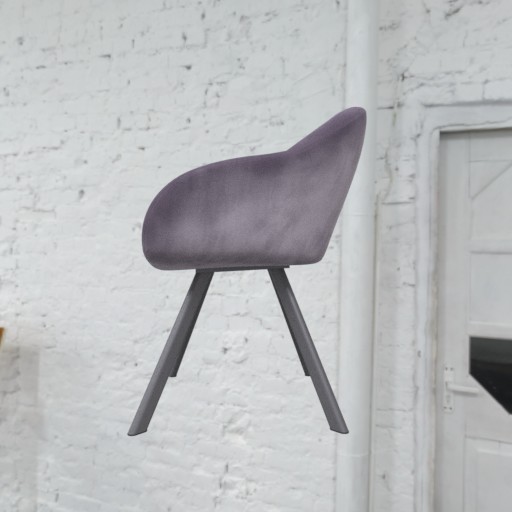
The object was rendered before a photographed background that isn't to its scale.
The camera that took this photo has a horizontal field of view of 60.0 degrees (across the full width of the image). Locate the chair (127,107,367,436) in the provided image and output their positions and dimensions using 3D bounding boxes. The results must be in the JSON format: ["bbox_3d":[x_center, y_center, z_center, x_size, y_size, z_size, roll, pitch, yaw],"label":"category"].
[{"bbox_3d":[0.000,0.000,1.234,0.590,0.795,0.550,0,1,-1],"label":"chair"}]
